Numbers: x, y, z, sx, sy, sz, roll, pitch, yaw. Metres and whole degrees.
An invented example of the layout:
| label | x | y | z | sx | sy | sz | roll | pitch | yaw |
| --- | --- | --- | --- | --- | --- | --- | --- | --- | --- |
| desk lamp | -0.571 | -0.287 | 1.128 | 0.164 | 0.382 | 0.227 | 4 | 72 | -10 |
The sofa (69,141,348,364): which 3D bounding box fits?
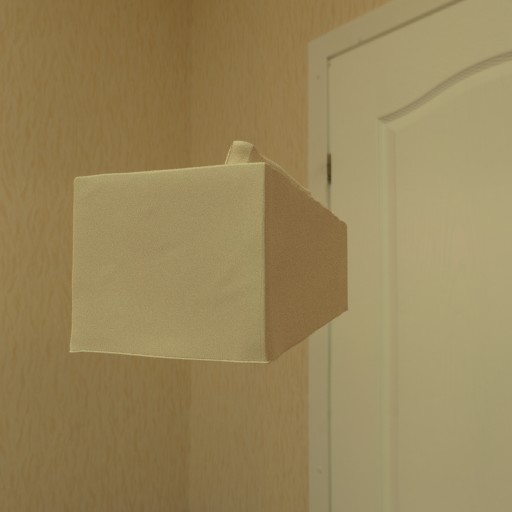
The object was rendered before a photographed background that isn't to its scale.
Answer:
| label | x | y | z | sx | sy | sz | roll | pitch | yaw |
| --- | --- | --- | --- | --- | --- | --- | --- | --- | --- |
| sofa | 0.000 | 0.000 | 3.291 | 1.036 | 0.999 | 2.779 | -1 | -2 | 19 |
